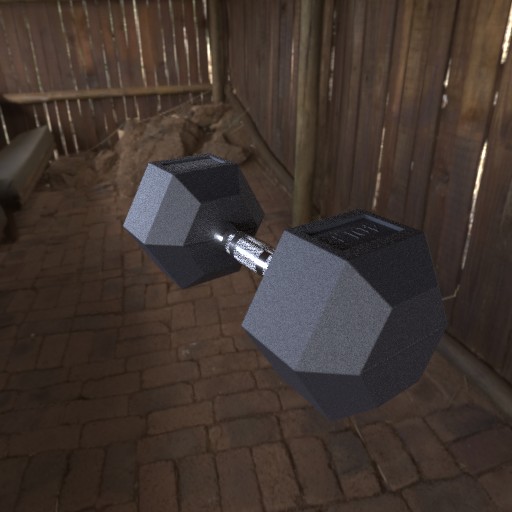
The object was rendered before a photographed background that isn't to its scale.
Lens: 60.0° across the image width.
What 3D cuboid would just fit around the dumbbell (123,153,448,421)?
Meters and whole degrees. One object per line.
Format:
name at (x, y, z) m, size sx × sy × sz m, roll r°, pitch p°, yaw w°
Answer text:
dumbbell at (0.000, 0.000, 0.439) m, size 0.157 × 0.137 × 0.361 m, roll -17°, pitch 31°, yaw -32°
